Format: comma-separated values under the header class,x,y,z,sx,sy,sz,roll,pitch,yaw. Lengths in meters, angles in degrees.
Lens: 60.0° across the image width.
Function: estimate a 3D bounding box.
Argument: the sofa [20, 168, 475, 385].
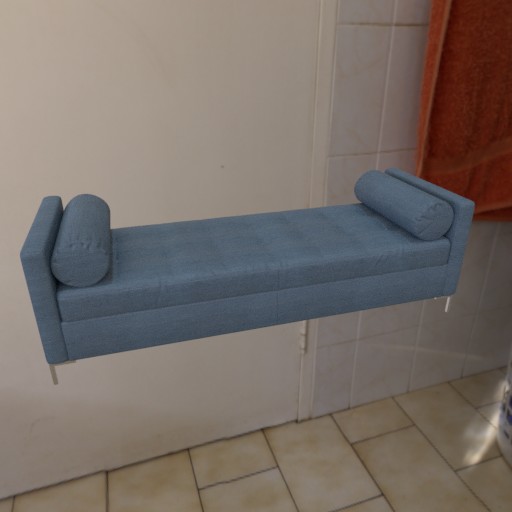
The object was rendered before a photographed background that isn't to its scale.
class,x,y,z,sx,sy,sz,roll,pitch,yaw
sofa,0.000,0.000,2.263,1.981,0.635,0.686,-7,27,-15
